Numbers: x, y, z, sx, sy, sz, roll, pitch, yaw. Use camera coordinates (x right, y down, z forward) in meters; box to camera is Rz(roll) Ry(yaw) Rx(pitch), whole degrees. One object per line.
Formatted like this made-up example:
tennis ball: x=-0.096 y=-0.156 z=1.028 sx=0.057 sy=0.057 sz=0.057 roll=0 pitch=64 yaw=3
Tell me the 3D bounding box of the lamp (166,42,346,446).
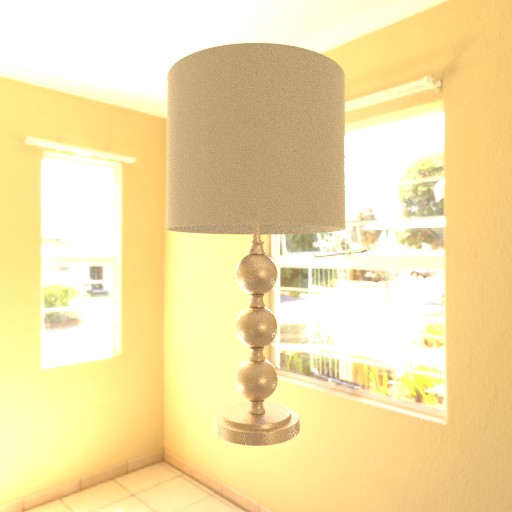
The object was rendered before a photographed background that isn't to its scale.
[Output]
lamp: x=0.000 y=0.000 z=0.695 sx=0.277 sy=0.538 sz=0.277 roll=0 pitch=0 yaw=36
